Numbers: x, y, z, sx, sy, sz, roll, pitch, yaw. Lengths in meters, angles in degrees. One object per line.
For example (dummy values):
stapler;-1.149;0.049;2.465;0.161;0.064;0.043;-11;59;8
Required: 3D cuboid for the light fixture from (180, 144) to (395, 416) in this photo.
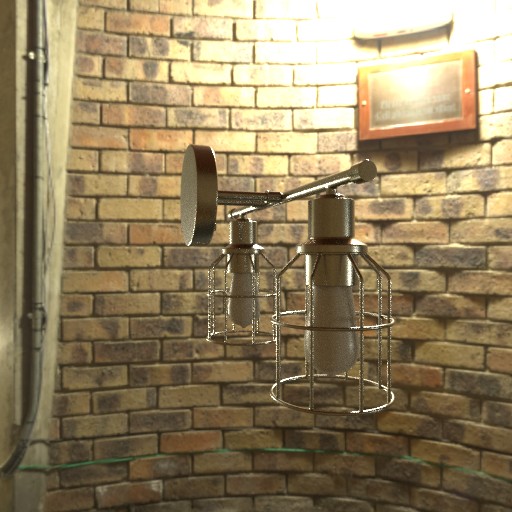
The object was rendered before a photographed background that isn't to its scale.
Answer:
light fixture;0.000;0.000;0.535;0.165;0.254;0.406;0;0;-18
